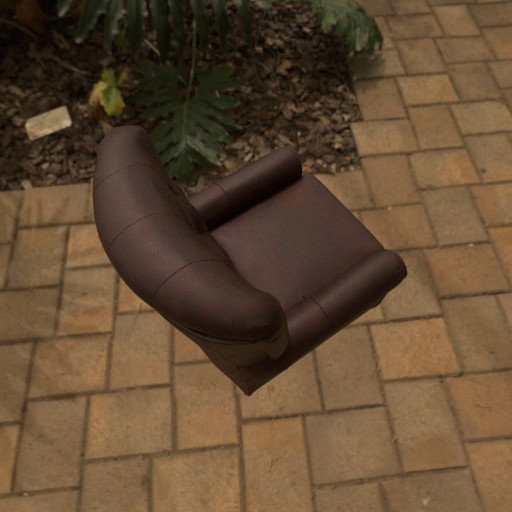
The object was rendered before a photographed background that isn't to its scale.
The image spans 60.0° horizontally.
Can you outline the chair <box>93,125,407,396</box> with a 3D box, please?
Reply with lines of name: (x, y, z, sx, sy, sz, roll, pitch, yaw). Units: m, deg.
chair: (0.000, 0.000, 1.899, 1.058, 1.158, 0.948, -31, 65, -17)
